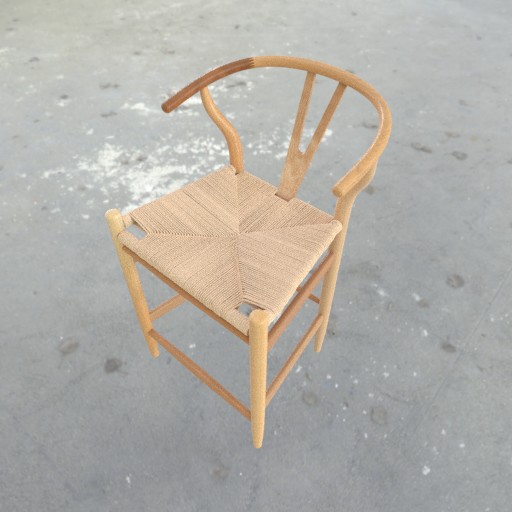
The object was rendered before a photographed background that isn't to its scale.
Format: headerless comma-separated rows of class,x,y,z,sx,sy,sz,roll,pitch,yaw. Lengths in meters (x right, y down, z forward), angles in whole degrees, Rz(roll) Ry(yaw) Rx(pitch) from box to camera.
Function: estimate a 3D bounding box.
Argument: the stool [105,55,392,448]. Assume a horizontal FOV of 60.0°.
stool,0.000,0.000,1.278,0.536,0.923,0.575,32,54,27
